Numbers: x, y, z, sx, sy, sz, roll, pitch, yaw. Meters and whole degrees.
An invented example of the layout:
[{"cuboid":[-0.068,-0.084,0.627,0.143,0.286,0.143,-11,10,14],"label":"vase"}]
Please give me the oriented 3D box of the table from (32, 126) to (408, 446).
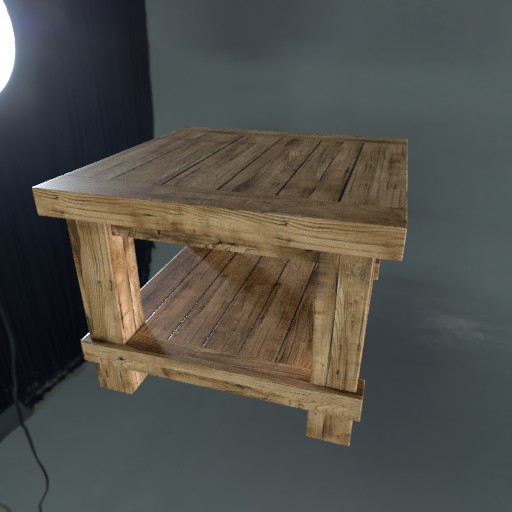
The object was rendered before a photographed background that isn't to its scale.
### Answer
[{"cuboid":[0.000,0.000,1.034,0.610,0.457,0.610,8,27,15],"label":"table"}]
